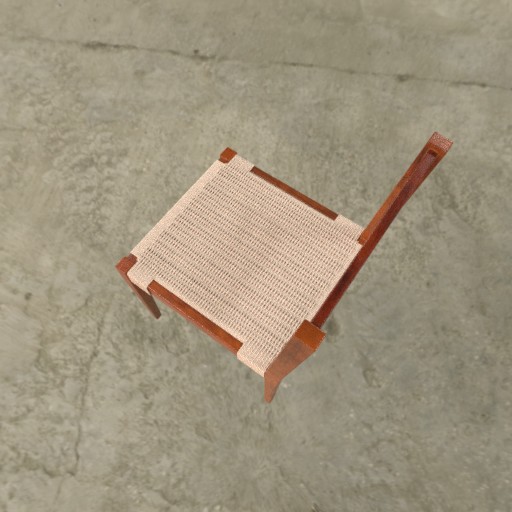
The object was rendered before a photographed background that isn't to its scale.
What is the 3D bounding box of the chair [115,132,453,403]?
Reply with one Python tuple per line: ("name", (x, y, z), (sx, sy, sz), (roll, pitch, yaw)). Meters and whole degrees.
("chair", (0.000, 0.000, 1.201), (0.569, 0.851, 0.495), (33, 68, 15))
